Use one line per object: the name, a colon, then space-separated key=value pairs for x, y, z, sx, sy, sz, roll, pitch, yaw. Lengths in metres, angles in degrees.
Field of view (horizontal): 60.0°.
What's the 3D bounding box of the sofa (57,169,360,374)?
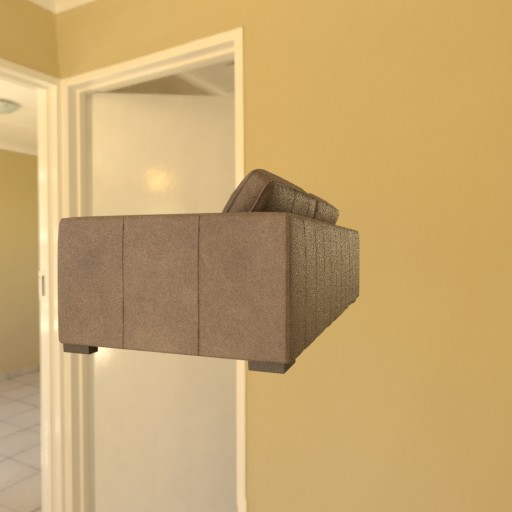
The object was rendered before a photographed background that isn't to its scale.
sofa: x=0.000 y=0.000 z=2.793 sx=1.070 sy=0.801 sz=2.262 roll=1 pitch=2 yaw=19
